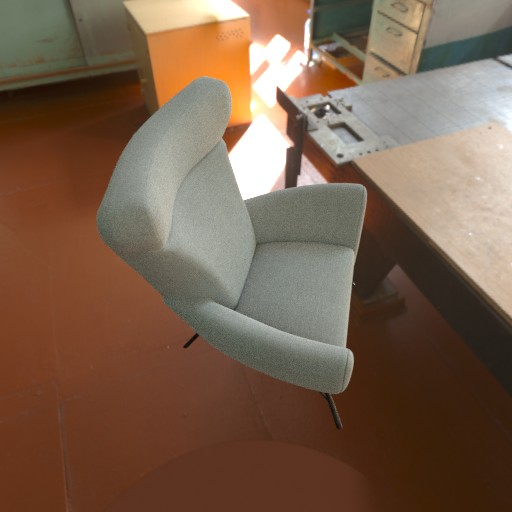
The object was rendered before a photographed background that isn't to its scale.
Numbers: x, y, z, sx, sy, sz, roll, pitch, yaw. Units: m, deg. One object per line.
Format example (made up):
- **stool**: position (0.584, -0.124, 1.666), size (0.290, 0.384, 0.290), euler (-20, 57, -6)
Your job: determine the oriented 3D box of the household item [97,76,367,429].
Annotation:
- **household item**: position (0.000, 0.000, 1.778), size (0.900, 1.050, 0.980), euler (9, 47, 9)
